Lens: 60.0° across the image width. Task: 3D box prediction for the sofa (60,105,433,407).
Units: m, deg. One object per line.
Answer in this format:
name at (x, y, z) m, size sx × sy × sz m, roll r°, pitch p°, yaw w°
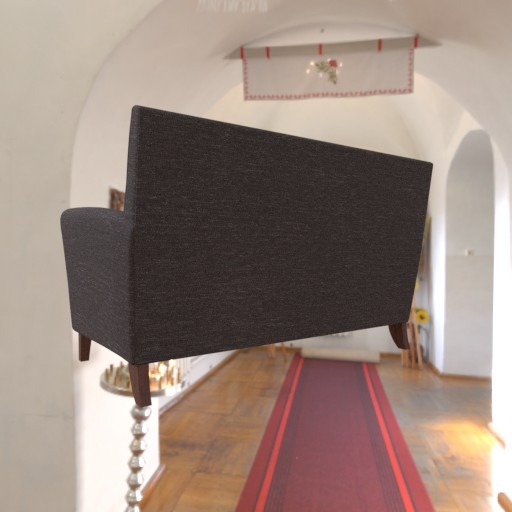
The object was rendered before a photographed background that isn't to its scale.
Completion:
sofa at (0.000, 0.000, 2.018) m, size 1.509 × 0.905 × 0.867 m, roll -1°, pitch 1°, yaw -36°
